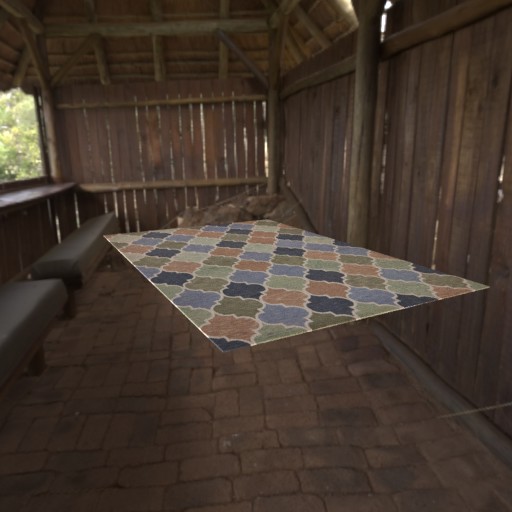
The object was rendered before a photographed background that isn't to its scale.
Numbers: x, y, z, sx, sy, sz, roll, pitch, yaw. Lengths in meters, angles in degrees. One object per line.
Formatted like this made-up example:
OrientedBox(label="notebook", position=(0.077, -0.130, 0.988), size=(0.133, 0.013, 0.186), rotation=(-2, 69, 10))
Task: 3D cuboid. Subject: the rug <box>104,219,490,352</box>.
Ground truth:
OrientedBox(label="rug", position=(0.000, 0.000, 2.922), size=(1.521, 0.006, 2.284), rotation=(-8, 17, -28))
